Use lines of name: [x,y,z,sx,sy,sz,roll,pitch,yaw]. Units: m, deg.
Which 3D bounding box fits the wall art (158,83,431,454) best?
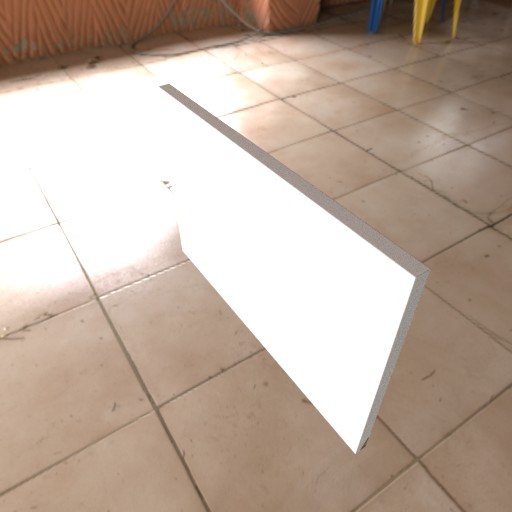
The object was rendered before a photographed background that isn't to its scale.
wall art: [0.000,0.000,1.147,0.038,0.601,0.898,-25,48,-25]
